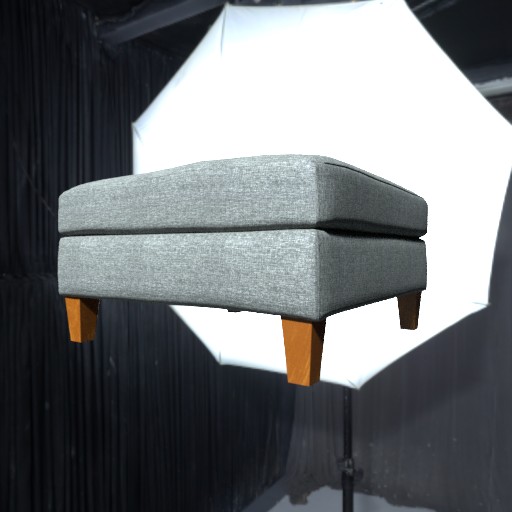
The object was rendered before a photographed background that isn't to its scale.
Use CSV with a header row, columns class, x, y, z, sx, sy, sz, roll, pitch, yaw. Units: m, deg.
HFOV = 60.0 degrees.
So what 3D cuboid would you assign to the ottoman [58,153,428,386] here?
class,x,y,z,sx,sy,sz,roll,pitch,yaw
ottoman,0.000,0.000,1.360,0.838,0.481,0.838,0,1,34
